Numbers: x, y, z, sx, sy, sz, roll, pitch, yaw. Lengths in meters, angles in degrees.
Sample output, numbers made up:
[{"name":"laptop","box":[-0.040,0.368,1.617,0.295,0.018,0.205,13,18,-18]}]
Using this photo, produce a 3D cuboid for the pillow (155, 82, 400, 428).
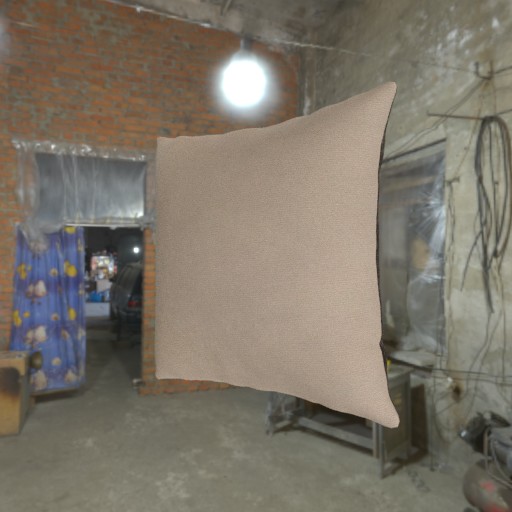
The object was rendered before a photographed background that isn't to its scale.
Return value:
[{"name":"pillow","box":[0.000,0.000,0.675,0.433,0.434,0.196,-1,-1,35]}]
